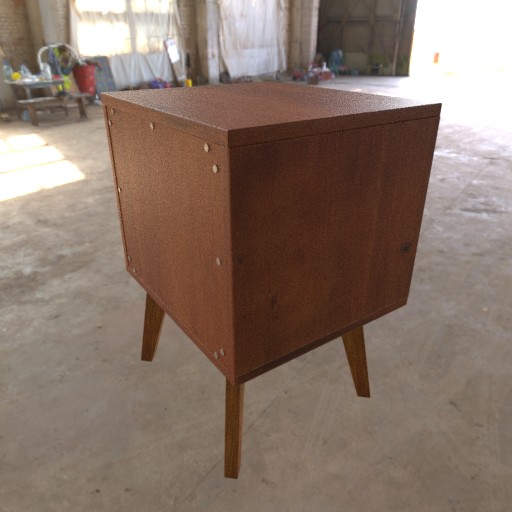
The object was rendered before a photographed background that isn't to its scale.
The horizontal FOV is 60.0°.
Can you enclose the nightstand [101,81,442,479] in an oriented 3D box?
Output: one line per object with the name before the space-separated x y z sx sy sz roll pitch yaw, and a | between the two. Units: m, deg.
nightstand | 0.000 0.000 0.911 0.411 0.618 0.460 -17 31 -31
